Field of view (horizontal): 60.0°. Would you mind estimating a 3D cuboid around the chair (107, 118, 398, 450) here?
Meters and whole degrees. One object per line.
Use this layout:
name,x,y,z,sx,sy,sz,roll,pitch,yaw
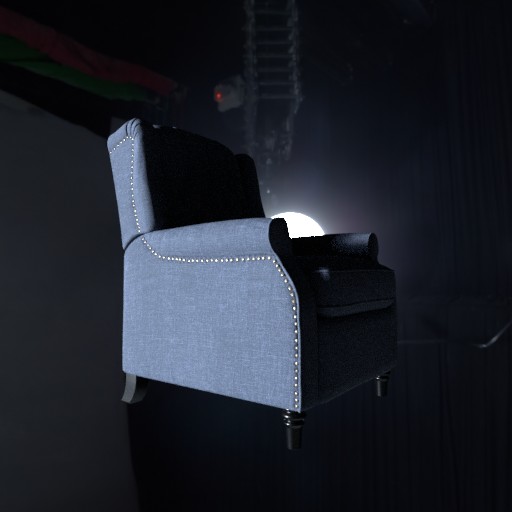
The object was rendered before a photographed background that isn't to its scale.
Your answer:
chair,0.000,0.000,1.628,0.898,1.035,0.742,-1,-2,37
